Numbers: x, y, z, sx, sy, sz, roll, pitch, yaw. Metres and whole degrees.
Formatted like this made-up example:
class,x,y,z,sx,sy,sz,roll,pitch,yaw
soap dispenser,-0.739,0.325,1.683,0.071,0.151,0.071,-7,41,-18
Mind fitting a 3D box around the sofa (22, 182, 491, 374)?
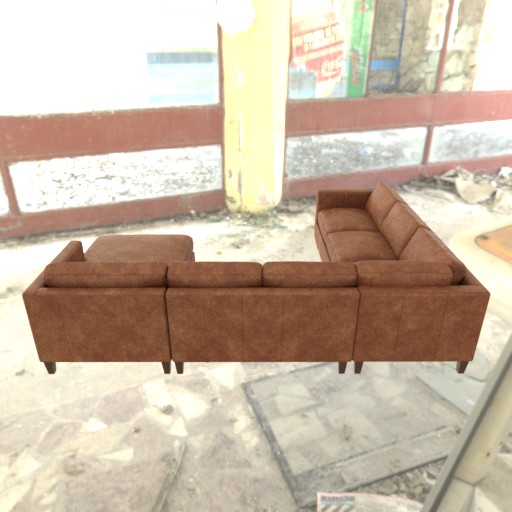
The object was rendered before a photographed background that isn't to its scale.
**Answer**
class,x,y,z,sx,sy,sz,roll,pitch,yaw
sofa,0.000,0.000,4.346,3.324,0.888,2.452,0,26,0
